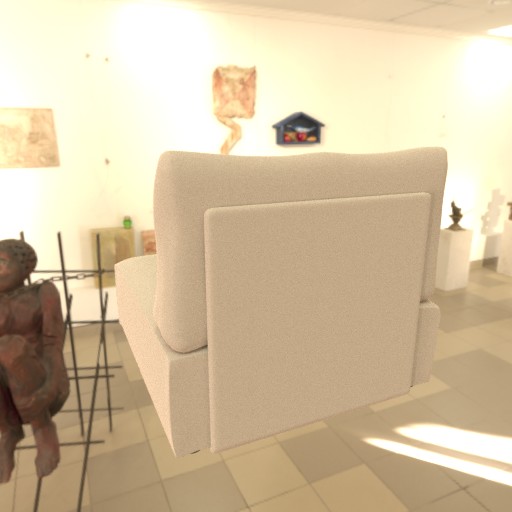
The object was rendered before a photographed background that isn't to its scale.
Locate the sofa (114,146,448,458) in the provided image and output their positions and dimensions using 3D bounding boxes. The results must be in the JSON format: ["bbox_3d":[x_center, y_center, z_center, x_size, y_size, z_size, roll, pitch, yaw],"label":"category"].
[{"bbox_3d":[0.000,0.000,1.686,0.935,0.828,1.000,-7,17,-24],"label":"sofa"}]
